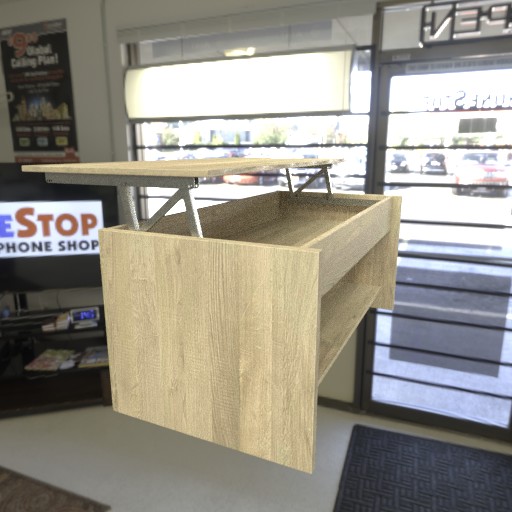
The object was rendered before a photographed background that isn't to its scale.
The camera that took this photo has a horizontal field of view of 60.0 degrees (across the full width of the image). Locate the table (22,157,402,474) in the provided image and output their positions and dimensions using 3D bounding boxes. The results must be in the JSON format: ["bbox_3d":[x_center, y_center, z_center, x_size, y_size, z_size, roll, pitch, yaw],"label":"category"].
[{"bbox_3d":[0.000,0.000,1.369,0.712,0.570,1.000,6,15,25],"label":"table"}]
